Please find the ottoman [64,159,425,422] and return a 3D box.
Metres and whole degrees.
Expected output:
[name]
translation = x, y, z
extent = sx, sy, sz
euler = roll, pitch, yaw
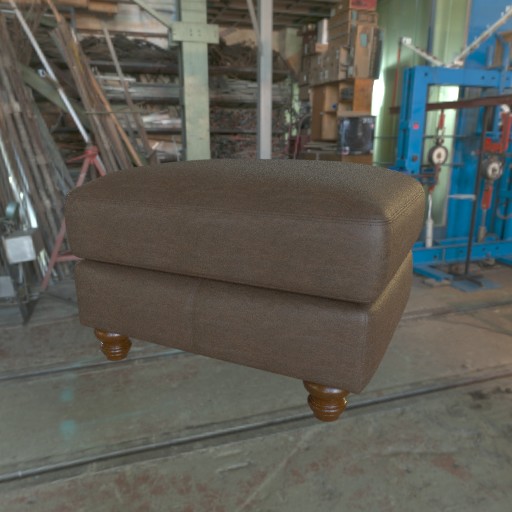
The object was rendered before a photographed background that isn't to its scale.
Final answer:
[ottoman]
translation = 0.000, 0.000, 1.196
extent = 0.787, 0.508, 0.635
euler = 7, 17, 25
